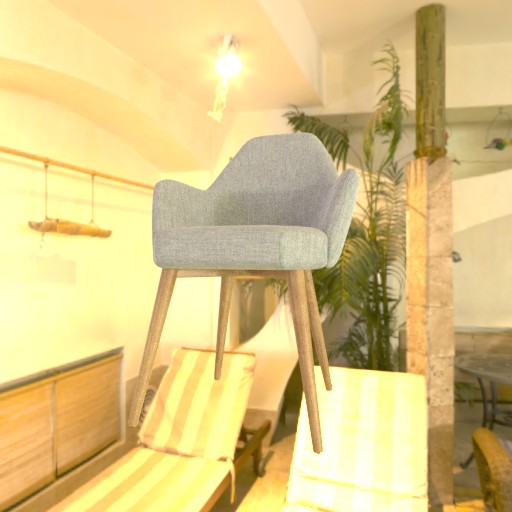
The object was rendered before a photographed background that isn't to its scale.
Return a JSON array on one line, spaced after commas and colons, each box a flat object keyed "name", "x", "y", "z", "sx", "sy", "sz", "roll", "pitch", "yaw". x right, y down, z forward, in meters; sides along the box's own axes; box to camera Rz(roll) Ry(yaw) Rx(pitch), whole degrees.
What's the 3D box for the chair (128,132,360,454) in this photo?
[{"name": "chair", "x": 0.000, "y": 0.000, "z": 1.271, "sx": 0.590, "sy": 0.840, "sz": 0.610, "roll": 0, "pitch": 0, "yaw": 18}]
